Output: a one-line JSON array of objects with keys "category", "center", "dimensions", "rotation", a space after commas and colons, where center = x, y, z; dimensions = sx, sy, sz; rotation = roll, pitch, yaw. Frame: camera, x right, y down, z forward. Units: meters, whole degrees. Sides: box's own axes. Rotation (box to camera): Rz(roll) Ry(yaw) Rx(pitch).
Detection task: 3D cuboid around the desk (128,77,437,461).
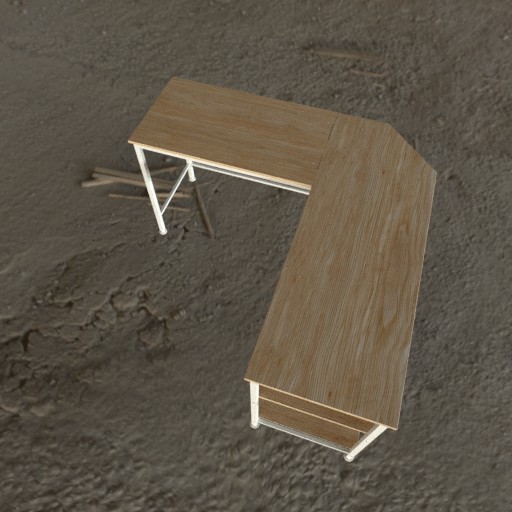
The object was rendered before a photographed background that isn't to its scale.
[{"category": "desk", "center": [0.000, 0.000, 2.149], "dimensions": [1.379, 0.739, 1.379], "rotation": [16, 59, 10]}]
